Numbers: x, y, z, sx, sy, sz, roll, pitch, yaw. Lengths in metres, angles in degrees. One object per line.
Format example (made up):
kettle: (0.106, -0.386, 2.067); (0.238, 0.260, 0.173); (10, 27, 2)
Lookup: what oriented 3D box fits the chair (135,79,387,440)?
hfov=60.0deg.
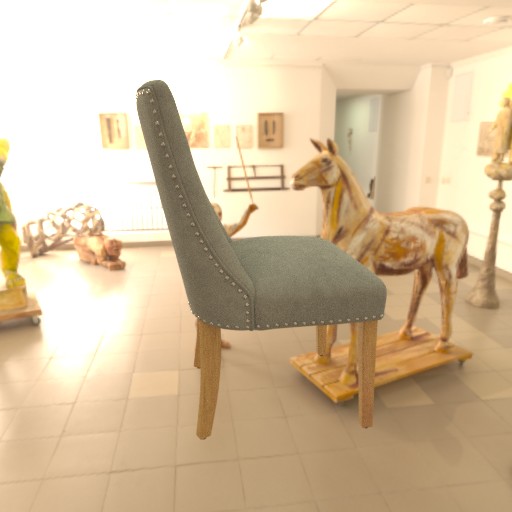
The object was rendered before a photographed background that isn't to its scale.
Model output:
chair: (0.000, 0.000, 1.283); (0.610, 0.902, 0.495); (-2, 15, -8)
